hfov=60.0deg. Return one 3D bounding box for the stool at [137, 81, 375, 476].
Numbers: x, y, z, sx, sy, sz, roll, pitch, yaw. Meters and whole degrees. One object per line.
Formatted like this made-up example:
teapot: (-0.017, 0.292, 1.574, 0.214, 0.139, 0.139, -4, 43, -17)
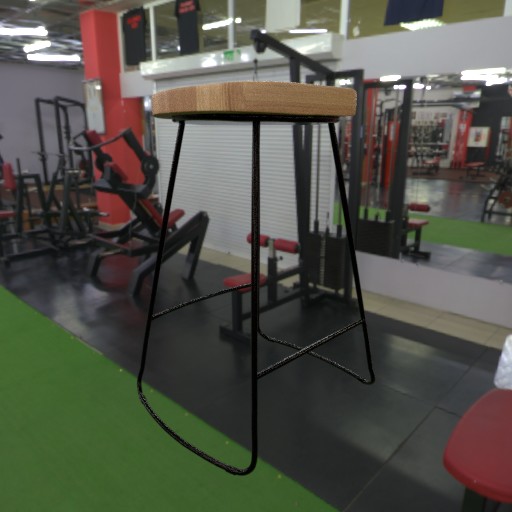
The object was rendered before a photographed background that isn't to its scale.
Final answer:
stool: (0.000, 0.000, 0.971, 0.480, 0.679, 0.401, -15, 22, -42)
